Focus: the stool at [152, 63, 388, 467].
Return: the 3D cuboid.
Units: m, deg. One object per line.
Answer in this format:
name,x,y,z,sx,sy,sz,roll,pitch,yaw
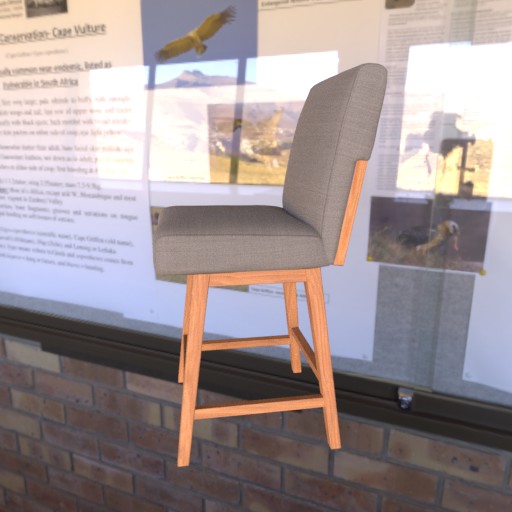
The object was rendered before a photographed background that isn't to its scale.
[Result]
stool,0.000,0.000,1.304,0.570,1.019,0.459,-2,15,-9
